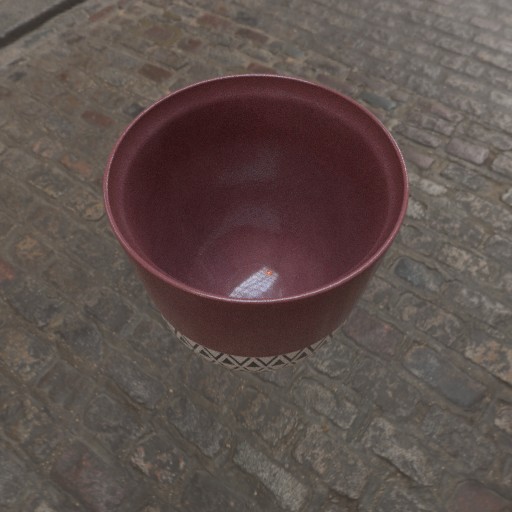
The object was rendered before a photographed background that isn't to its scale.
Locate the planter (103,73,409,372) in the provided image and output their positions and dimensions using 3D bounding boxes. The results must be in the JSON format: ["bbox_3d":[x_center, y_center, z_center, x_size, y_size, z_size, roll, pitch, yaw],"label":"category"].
[{"bbox_3d":[0.000,0.000,0.375,0.195,0.214,0.195,0,58,0],"label":"planter"}]
